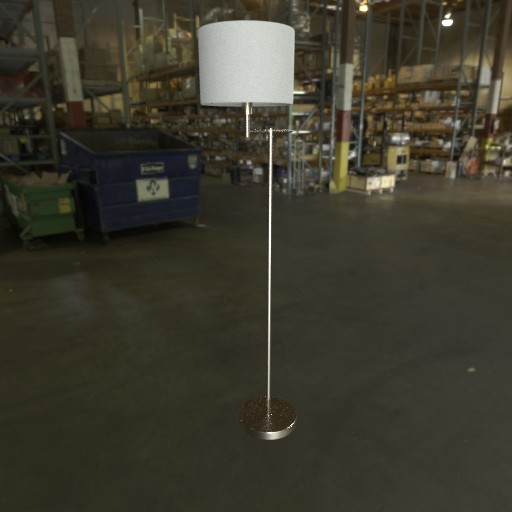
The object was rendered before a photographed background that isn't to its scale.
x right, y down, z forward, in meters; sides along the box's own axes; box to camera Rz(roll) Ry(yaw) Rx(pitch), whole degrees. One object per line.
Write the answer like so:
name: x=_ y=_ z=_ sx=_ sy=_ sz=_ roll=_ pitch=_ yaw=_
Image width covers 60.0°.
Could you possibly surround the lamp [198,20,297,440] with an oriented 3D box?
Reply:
lamp: x=0.000 y=0.000 z=1.752 sx=0.324 sy=1.600 sz=0.416 roll=15 pitch=22 yaw=42
